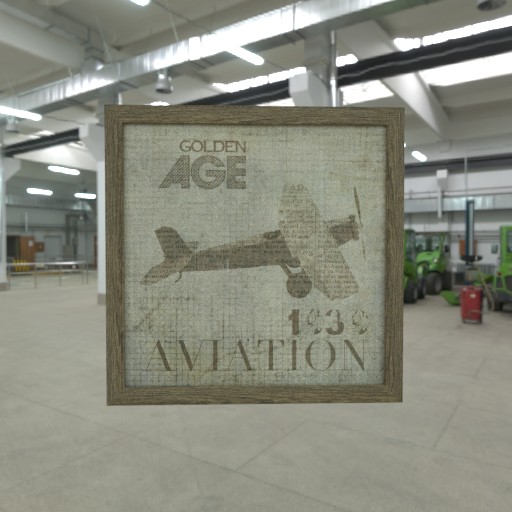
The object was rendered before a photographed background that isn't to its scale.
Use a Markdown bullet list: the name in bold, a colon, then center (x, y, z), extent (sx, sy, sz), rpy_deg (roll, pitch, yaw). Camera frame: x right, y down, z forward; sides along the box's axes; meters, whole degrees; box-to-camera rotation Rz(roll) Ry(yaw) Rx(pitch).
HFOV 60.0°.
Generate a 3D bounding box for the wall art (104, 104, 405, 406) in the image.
- **wall art**: center (0.000, 0.000, 0.764), extent (0.508, 0.508, 0.019), rpy_deg (0, 1, -2)
